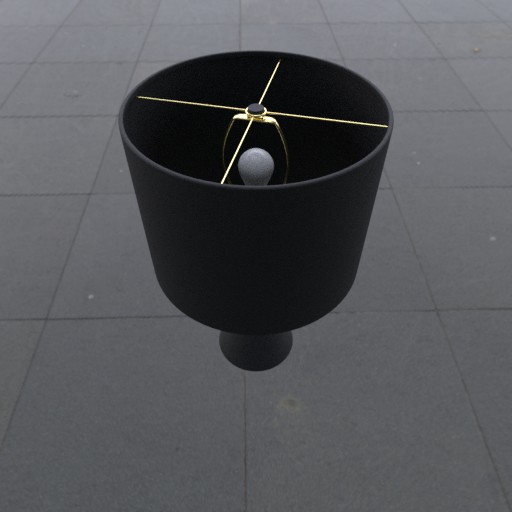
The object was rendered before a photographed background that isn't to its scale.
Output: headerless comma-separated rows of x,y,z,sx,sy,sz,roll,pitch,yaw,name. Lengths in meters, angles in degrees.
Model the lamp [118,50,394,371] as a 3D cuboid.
0.000,0.000,0.800,0.359,0.584,0.359,10,47,9,lamp
